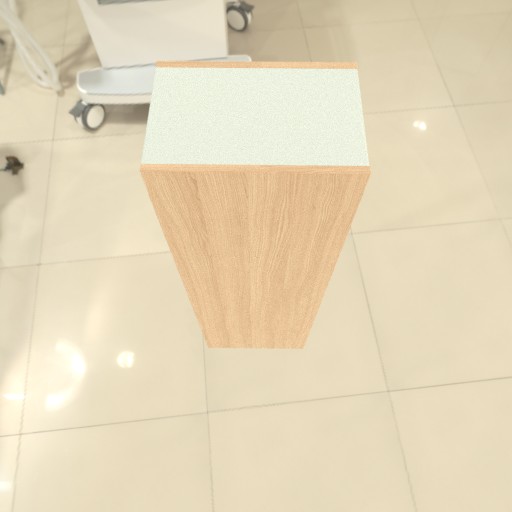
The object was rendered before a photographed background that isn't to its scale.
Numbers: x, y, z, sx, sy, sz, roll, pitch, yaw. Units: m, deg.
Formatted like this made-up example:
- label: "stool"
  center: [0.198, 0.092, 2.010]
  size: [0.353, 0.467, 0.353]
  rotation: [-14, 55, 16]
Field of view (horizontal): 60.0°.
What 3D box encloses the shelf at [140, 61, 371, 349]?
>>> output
- label: "shelf"
  center: [0.000, 0.000, 0.993]
  size: [0.290, 0.882, 0.197]
  rotation: [1, 64, 0]
